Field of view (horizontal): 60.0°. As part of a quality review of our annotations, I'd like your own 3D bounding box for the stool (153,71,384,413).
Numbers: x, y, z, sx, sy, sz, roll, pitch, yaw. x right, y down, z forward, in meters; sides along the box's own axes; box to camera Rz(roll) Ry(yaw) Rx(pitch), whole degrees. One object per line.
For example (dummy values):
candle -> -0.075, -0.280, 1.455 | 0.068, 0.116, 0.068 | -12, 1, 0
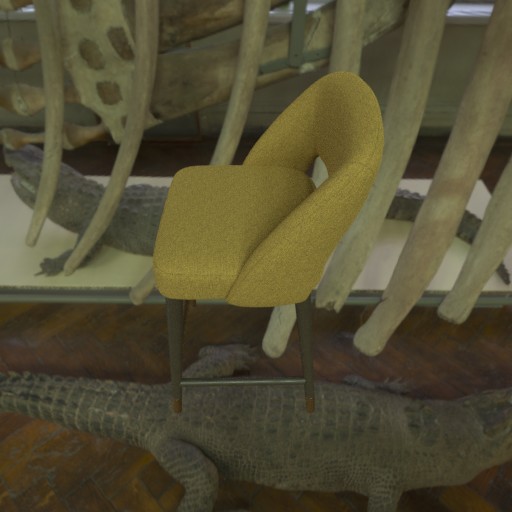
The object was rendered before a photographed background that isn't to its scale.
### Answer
stool -> 0.000, 0.000, 1.254 | 0.522, 0.939, 0.536 | 0, 43, 0
